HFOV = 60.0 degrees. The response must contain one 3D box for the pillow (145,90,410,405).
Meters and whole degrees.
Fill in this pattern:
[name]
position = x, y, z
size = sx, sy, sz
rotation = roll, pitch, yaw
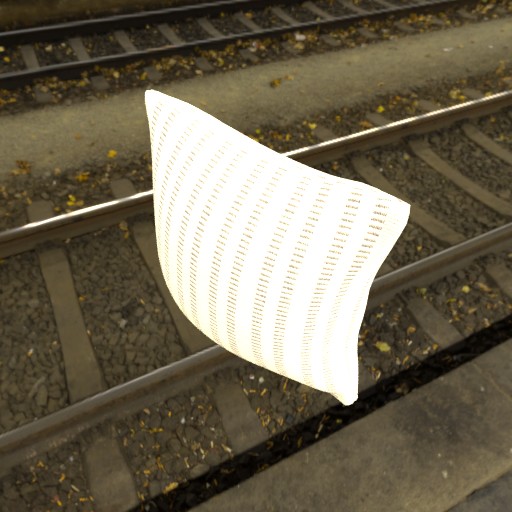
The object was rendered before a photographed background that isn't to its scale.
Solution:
[pillow]
position = 0.000, 0.000, 0.702
size = 0.438, 0.419, 0.247
rotation = 32, 52, 29
